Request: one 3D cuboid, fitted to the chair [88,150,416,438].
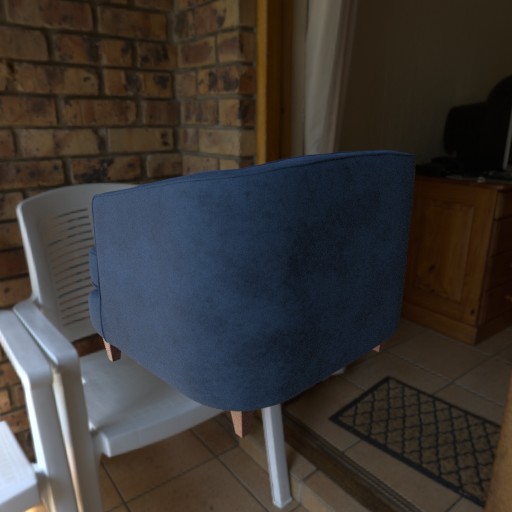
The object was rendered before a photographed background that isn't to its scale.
[{"bbox_3d":[0.000,0.000,1.775,1.094,0.852,0.940,-16,23,-41],"label":"chair"}]
